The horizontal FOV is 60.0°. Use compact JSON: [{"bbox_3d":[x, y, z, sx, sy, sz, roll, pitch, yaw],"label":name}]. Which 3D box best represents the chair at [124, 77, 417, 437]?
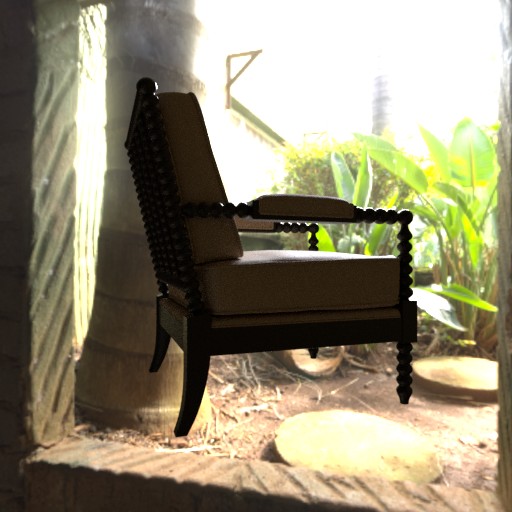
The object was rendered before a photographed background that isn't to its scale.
[{"bbox_3d":[0.000,0.000,1.193,0.657,0.703,0.555,0,0,-19],"label":"chair"}]
